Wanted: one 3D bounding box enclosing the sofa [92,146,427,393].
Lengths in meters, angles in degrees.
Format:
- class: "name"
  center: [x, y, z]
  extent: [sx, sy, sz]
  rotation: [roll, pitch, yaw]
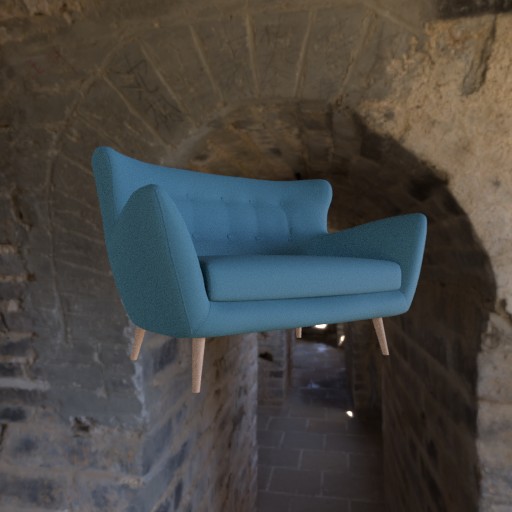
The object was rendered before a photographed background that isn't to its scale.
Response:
- class: "sofa"
  center: [0.000, 0.000, 1.990]
  extent: [1.397, 0.889, 0.889]
  rotation: [1, -1, -36]
